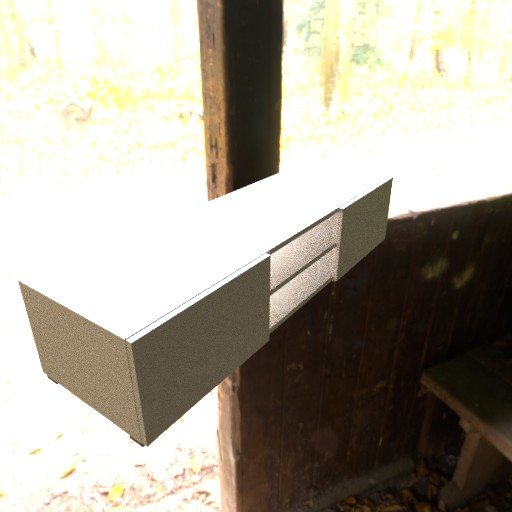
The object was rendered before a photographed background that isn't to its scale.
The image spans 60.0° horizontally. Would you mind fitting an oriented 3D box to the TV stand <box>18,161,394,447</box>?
[{"bbox_3d":[0.000,0.000,1.545,0.420,0.310,1.400,18,32,32],"label":"TV stand"}]
